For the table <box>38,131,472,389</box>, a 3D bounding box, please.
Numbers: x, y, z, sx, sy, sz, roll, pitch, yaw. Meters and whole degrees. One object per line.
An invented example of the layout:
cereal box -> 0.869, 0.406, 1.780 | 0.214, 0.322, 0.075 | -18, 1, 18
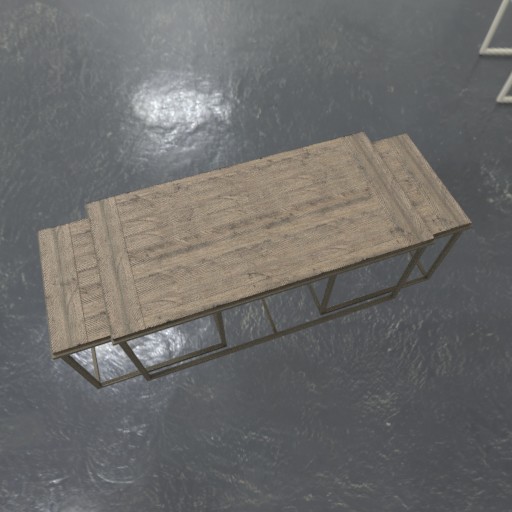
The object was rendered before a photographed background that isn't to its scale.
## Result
table -> 0.000, 0.000, 1.546 | 1.312, 0.427, 0.489 | -17, 60, -10
